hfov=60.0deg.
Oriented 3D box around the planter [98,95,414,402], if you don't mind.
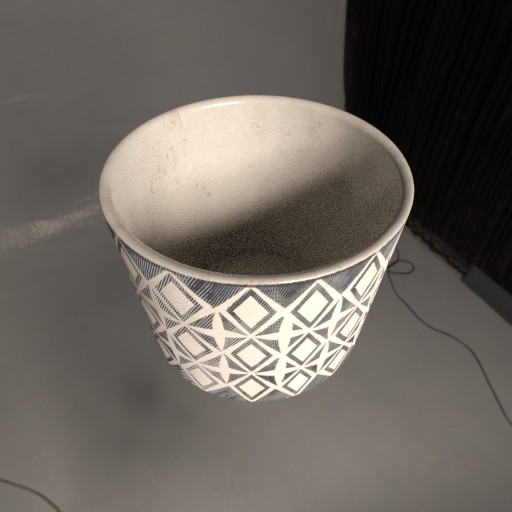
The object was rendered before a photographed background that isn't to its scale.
[{"bbox_3d":[0.000,0.000,0.454,0.260,0.220,0.260,0,46,0],"label":"planter"}]
